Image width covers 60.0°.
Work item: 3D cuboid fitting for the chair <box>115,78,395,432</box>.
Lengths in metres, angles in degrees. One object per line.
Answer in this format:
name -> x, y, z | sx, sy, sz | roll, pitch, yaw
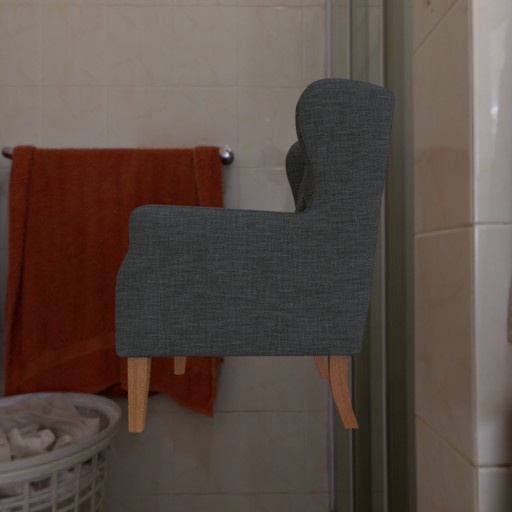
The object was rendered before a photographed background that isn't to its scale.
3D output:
chair -> 0.000, 0.000, 1.503 | 0.775, 0.953, 0.711 | 0, 0, 1
